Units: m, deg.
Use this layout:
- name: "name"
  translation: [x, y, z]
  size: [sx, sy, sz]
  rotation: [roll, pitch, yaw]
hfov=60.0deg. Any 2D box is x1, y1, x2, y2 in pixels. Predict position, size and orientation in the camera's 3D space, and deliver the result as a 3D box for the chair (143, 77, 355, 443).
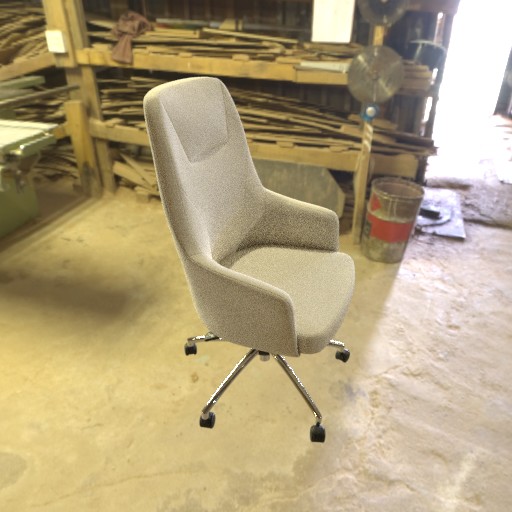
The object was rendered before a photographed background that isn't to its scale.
- name: "chair"
  translation: [0.000, 0.000, 1.454]
  size: [0.640, 1.049, 0.620]
  rotation: [11, 31, 18]
